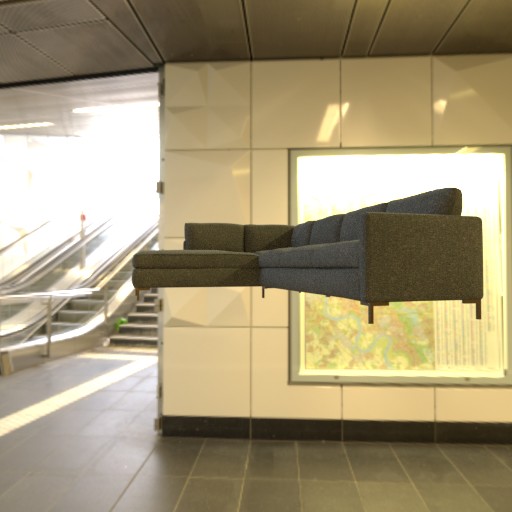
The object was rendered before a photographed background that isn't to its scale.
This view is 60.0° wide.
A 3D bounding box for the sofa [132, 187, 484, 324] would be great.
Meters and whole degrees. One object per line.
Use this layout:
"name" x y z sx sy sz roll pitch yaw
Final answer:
"sofa" 0.000 0.000 3.757 2.007 0.815 2.949 0 -2 -16
